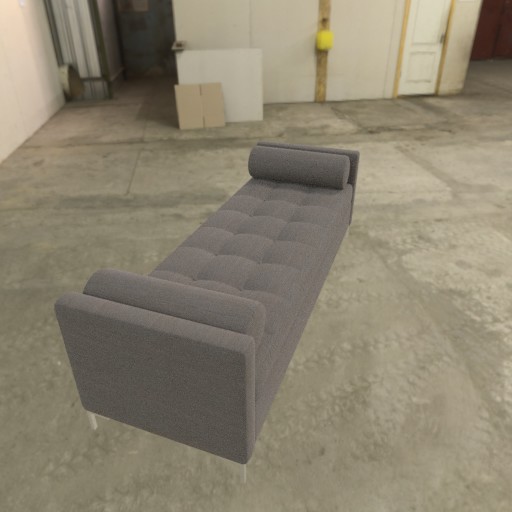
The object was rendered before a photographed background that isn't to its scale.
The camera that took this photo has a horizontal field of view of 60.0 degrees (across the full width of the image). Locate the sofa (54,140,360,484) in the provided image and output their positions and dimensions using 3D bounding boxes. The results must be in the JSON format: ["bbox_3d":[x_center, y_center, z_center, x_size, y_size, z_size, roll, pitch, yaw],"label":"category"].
[{"bbox_3d":[0.000,0.000,2.285,0.686,0.635,1.981,11,32,18],"label":"sofa"}]
